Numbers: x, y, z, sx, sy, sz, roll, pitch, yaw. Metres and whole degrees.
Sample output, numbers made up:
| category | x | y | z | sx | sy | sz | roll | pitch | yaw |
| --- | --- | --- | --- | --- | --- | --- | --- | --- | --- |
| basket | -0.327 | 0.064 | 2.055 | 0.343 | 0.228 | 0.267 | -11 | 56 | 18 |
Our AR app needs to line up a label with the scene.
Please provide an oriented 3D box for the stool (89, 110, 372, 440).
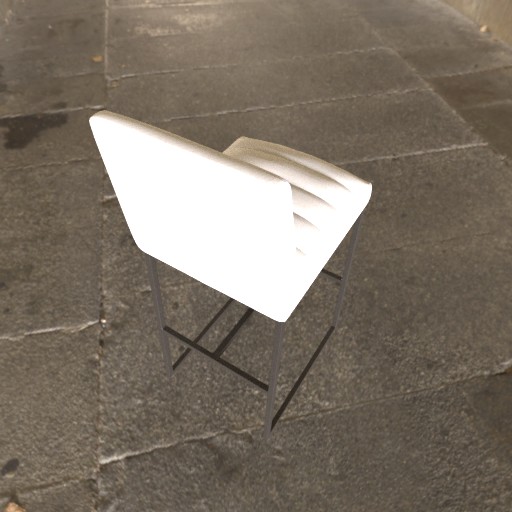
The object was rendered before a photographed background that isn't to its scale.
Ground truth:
| category | x | y | z | sx | sy | sz | roll | pitch | yaw |
| --- | --- | --- | --- | --- | --- | --- | --- | --- | --- |
| stool | 0.000 | 0.000 | 1.330 | 0.464 | 1.061 | 0.573 | 25 | 52 | 22 |
